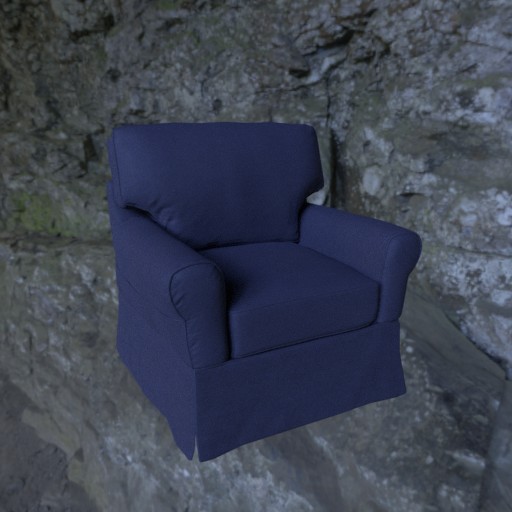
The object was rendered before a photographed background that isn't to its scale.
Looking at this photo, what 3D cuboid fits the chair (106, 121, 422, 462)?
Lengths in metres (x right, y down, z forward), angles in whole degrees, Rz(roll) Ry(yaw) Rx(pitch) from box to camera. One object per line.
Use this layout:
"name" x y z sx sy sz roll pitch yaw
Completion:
"chair" 0.000 0.000 1.954 1.119 1.140 1.002 -8 18 -26
